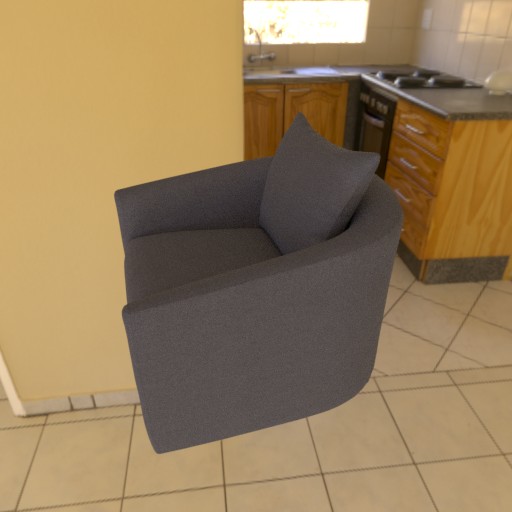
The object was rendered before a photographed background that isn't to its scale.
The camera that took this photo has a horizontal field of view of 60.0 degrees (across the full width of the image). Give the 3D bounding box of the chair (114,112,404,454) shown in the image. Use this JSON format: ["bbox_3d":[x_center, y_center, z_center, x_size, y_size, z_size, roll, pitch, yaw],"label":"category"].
[{"bbox_3d":[0.000,0.000,1.567,0.910,0.848,0.845,-9,31,-14],"label":"chair"}]
